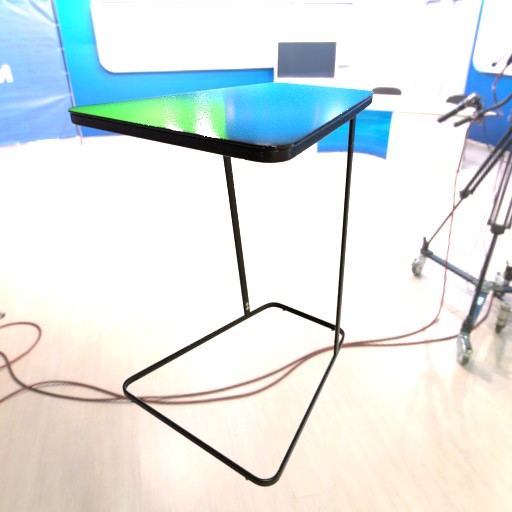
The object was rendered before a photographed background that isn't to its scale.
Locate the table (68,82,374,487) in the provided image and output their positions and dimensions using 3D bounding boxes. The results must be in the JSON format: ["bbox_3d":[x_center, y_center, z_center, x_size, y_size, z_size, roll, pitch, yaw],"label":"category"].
[{"bbox_3d":[0.000,0.000,0.934,0.427,0.624,0.500,19,34,31],"label":"table"}]
